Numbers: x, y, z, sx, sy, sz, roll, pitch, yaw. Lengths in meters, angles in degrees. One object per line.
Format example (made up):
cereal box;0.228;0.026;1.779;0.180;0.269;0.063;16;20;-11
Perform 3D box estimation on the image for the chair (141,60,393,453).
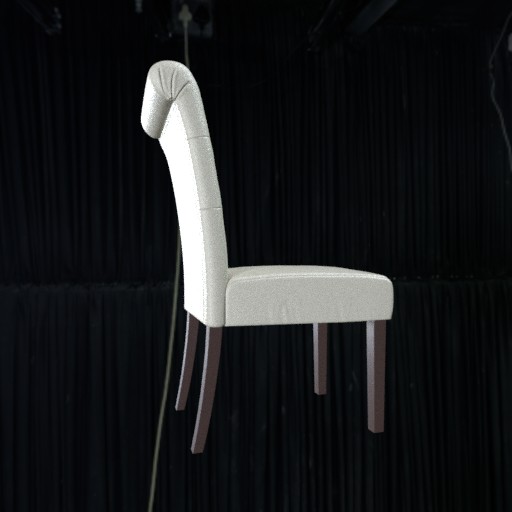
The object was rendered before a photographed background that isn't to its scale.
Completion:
chair;0.000;0.000;1.367;0.671;1.006;0.456;0;0;-17
